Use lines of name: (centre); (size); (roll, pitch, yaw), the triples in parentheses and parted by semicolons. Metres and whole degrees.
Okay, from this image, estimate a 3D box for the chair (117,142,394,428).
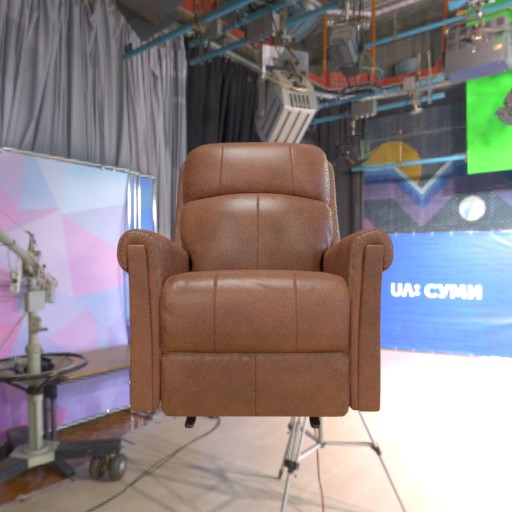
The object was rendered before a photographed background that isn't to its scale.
chair: (0.000, 0.000, 1.782); (0.838, 1.054, 1.014); (0, 1, 0)
